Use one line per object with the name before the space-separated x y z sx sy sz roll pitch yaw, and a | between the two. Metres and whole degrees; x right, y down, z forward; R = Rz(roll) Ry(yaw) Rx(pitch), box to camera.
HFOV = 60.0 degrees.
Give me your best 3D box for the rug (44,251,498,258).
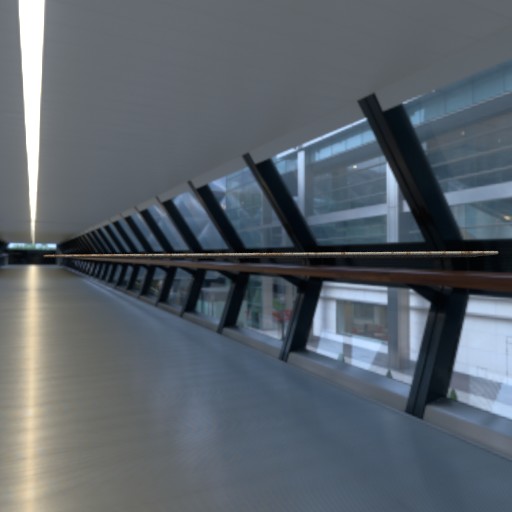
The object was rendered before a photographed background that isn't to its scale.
rug | 0.000 0.000 2.639 2.435 0.011 0.750 0 -1 18
